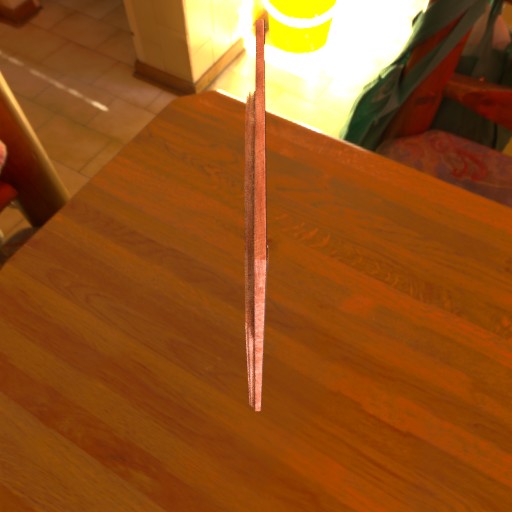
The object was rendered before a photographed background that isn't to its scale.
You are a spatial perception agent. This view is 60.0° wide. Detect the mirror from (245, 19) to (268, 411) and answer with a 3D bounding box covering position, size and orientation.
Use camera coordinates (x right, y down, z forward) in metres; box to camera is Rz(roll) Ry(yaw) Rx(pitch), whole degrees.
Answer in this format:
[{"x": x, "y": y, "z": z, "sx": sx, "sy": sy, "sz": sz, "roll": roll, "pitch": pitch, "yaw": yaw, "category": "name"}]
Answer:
[{"x": 0.000, "y": 0.000, "z": 0.985, "sx": 0.058, "sy": 0.787, "sz": 0.495, "roll": 0, "pitch": 58, "yaw": 0, "category": "mirror"}]
